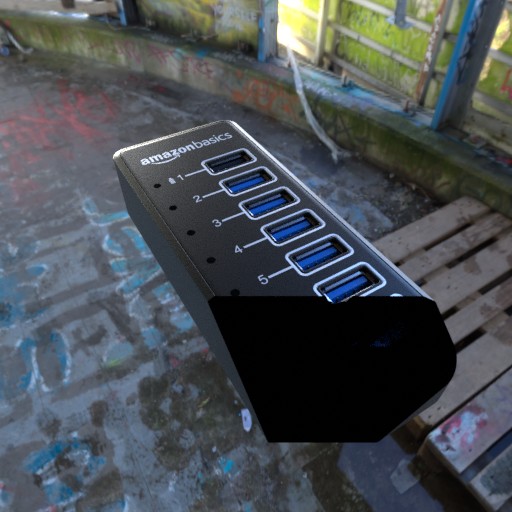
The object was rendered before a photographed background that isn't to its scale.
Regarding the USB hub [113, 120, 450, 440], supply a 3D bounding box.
[{"bbox_3d":[0.000,0.000,0.125,0.044,0.023,0.110,-23,50,-21],"label":"USB hub"}]
